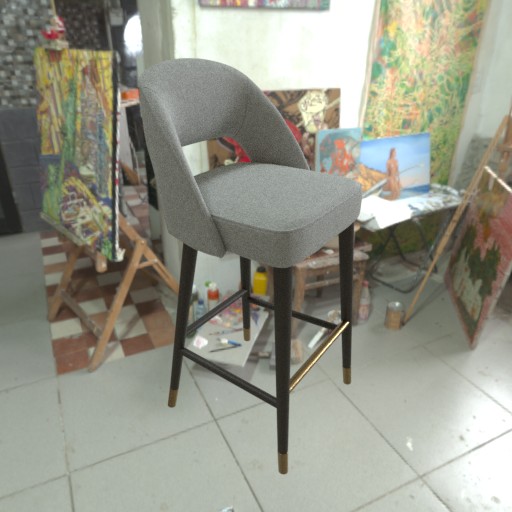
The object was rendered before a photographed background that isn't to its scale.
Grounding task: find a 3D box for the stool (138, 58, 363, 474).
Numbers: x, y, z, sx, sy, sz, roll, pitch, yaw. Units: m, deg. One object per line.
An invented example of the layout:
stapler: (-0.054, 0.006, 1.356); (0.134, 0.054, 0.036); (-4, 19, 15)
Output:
stool: (0.000, 0.000, 1.288); (0.509, 1.037, 0.494); (17, 32, 30)
